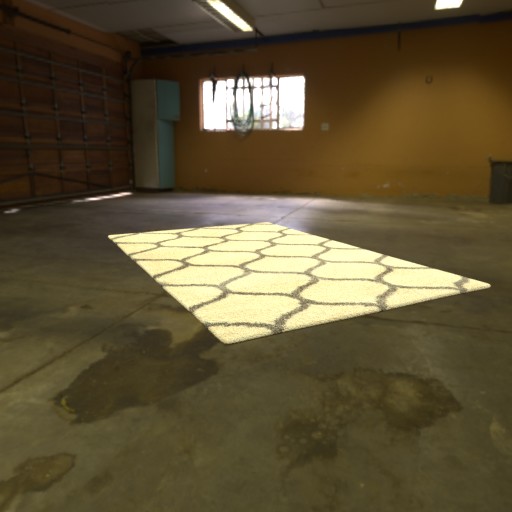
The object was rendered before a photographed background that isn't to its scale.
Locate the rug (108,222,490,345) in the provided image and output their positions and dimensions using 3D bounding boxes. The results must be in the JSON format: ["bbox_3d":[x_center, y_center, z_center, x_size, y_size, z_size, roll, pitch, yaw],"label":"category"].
[{"bbox_3d":[0.000,0.000,2.943,1.501,0.024,2.348,-7,15,-27],"label":"rug"}]
